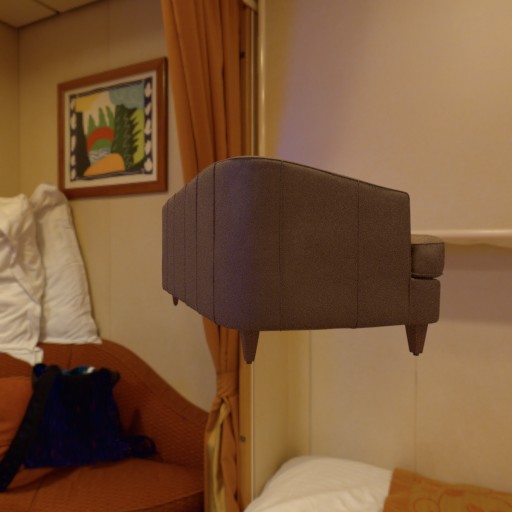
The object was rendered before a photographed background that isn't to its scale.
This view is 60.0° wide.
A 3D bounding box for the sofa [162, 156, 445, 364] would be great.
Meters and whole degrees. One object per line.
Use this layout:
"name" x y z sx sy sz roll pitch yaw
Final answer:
"sofa" 0.000 0.000 2.653 0.927 0.787 2.227 0 0 -18
